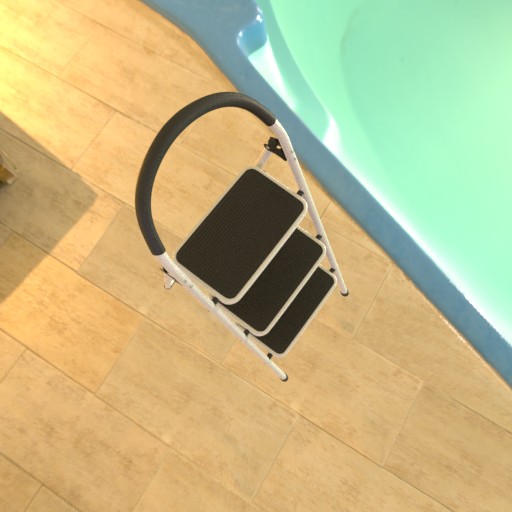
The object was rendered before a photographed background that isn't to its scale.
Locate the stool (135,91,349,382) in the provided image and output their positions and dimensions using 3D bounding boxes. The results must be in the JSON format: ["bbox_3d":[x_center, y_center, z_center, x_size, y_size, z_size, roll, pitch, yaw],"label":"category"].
[{"bbox_3d":[0.000,0.000,1.437,0.676,1.109,0.485,36,77,10],"label":"stool"}]
